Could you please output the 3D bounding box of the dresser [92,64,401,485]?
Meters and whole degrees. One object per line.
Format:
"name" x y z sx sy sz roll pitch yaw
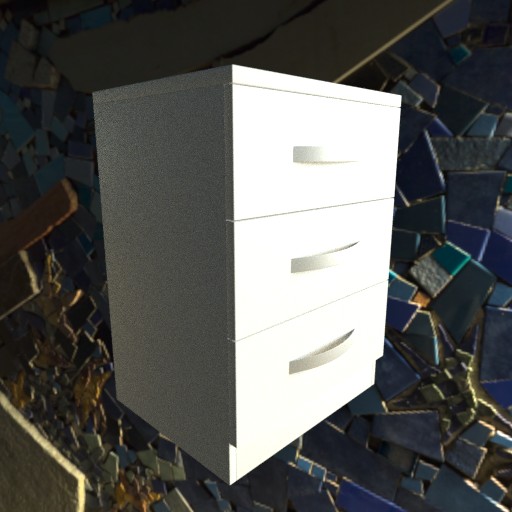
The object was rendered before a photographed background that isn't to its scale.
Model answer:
"dresser" 0.000 0.000 0.807 0.360 0.560 0.400 13 18 43
